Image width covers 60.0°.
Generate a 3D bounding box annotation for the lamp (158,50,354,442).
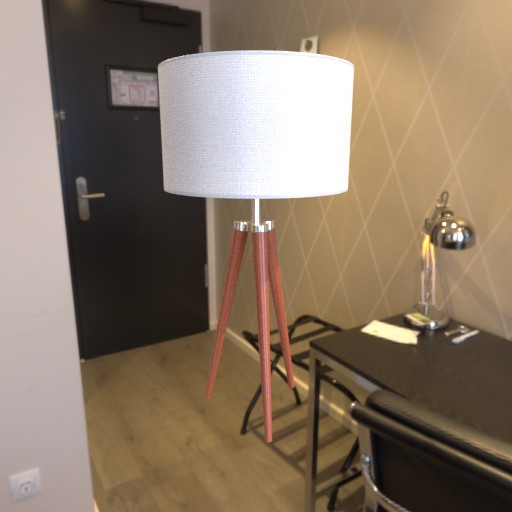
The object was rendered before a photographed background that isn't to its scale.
[{"bbox_3d":[0.000,0.000,0.906,0.354,0.709,0.355,7,16,27],"label":"lamp"}]
